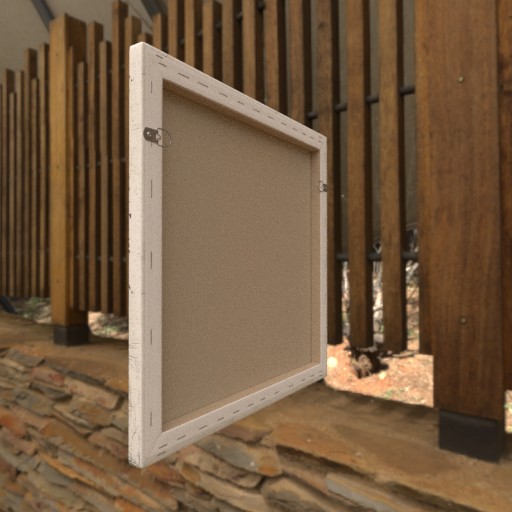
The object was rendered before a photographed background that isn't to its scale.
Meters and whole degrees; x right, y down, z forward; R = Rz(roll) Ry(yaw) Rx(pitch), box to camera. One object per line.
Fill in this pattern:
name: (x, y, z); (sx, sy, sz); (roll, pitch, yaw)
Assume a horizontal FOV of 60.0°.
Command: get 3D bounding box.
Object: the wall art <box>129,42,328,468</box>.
wall art: (0.000, 0.000, 1.106); (0.038, 0.762, 0.762); (0, 0, 34)
